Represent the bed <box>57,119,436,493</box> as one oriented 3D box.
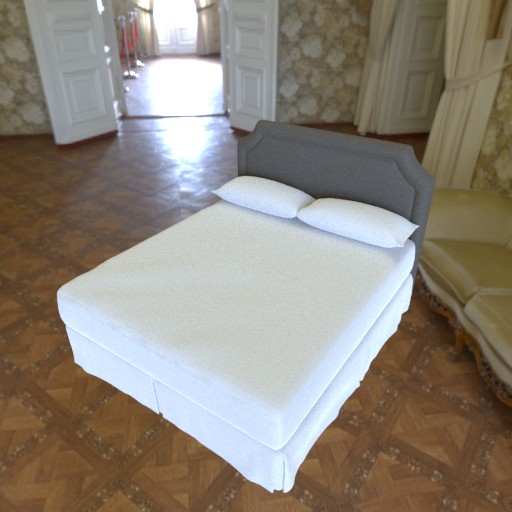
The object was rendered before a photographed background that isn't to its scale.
[{"bbox_3d":[0.000,0.000,3.744,2.194,1.561,2.536,20,36,29],"label":"bed"}]
